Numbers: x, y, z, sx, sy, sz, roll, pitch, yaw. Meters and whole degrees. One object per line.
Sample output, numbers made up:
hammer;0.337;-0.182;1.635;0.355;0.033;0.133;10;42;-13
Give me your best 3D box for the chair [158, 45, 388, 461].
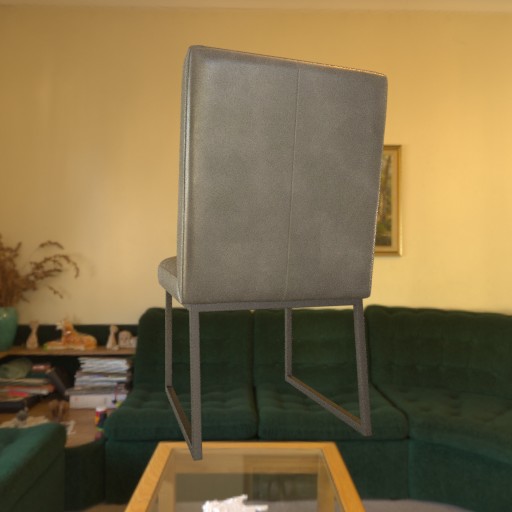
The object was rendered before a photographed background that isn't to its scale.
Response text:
chair;0.000;0.000;1.318;0.520;0.930;0.634;0;0;-18
